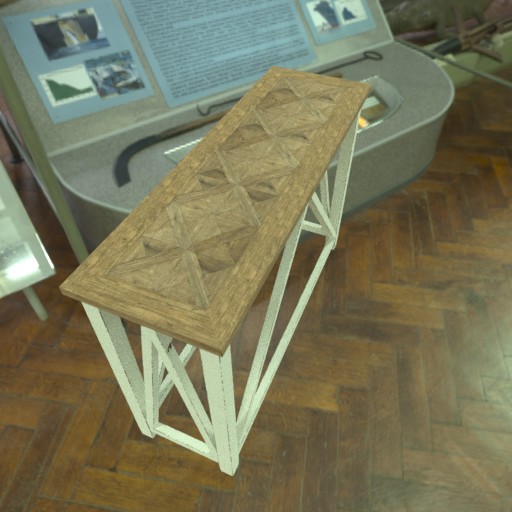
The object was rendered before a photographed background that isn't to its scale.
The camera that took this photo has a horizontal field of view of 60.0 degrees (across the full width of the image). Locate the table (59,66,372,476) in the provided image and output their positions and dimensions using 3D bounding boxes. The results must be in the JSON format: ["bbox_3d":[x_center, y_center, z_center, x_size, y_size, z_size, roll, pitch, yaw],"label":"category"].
[{"bbox_3d":[0.000,0.000,1.810,0.450,0.930,1.400,18,49,16],"label":"table"}]
